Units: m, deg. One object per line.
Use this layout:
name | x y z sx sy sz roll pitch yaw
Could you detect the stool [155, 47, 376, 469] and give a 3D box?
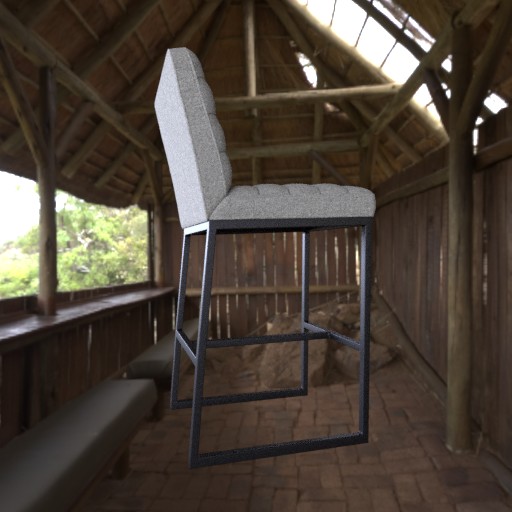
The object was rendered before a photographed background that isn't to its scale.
stool | 0.000 0.000 1.353 0.571 1.034 0.459 0 1 -17
